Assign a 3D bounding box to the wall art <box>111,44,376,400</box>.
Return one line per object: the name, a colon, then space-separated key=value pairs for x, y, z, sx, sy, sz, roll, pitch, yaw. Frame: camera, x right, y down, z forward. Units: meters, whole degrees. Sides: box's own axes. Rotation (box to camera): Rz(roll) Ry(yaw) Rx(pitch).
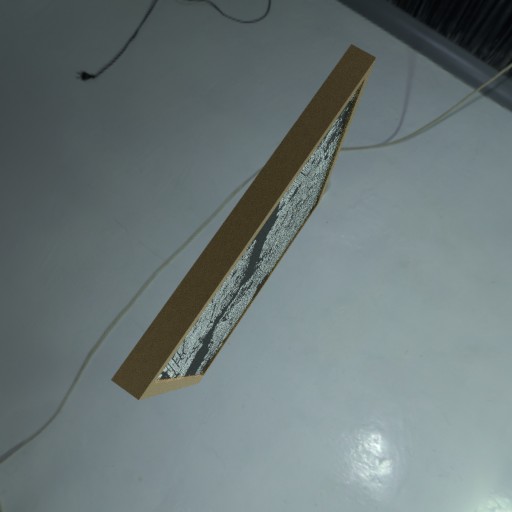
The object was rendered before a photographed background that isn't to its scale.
wall art: x=0.000 y=0.000 z=1.951 sx=0.095 sy=1.284 sz=1.284 roll=33 pitch=78 yaw=8
